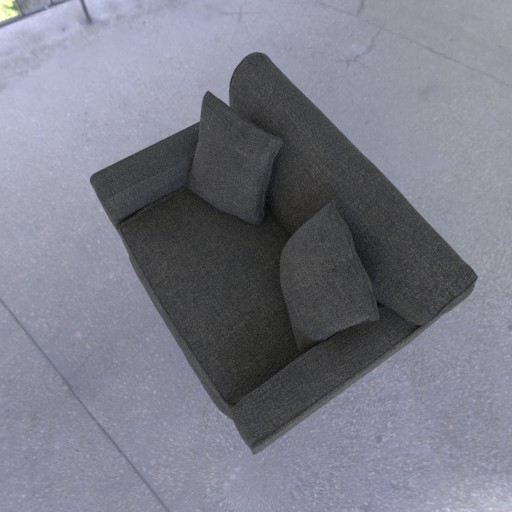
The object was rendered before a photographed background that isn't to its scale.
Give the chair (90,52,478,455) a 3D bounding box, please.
[{"bbox_3d":[0.000,0.000,2.023,1.000,0.948,1.383,-31,68,-14],"label":"chair"}]
